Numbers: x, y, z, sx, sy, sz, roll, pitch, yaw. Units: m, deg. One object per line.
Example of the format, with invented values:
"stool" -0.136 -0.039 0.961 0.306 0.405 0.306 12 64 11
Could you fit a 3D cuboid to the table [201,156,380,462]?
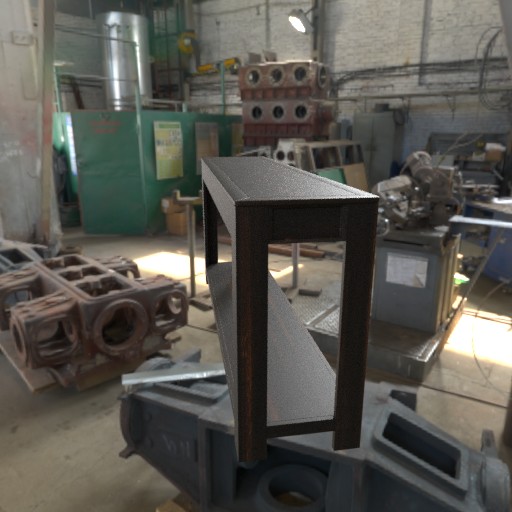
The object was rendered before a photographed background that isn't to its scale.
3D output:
"table" 0.000 0.000 1.976 0.384 0.762 1.631 -3 16 -9
